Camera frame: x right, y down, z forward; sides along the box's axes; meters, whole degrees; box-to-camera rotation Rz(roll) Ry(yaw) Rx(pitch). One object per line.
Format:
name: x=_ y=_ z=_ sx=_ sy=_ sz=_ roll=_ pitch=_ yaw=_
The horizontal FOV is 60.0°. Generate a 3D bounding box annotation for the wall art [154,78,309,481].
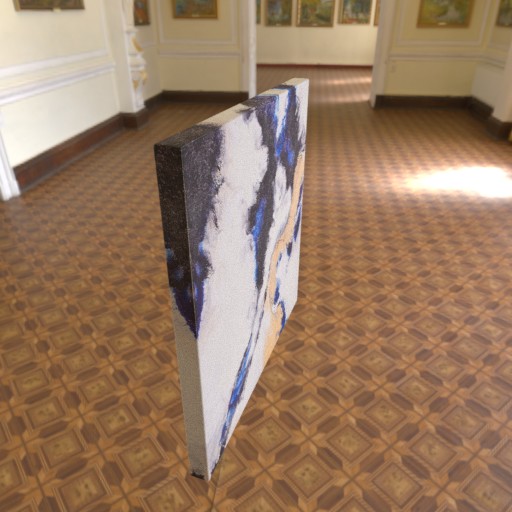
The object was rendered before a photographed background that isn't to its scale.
wall art: x=0.000 y=0.000 z=0.907 sx=0.039 sy=0.609 sz=0.609 roll=10 pitch=31 yaw=17
